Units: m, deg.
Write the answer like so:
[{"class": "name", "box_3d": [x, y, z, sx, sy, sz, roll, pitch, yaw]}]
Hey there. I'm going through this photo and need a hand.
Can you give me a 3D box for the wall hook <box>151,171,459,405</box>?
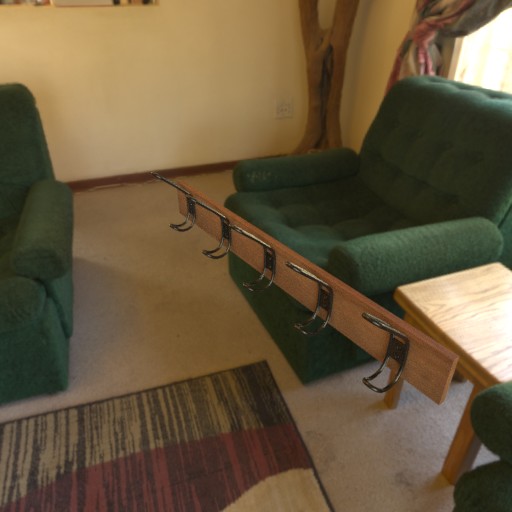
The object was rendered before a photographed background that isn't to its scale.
[{"class": "wall hook", "box_3d": [0.000, 0.000, 0.602, 0.076, 0.116, 0.554, -22, 38, -31]}]
